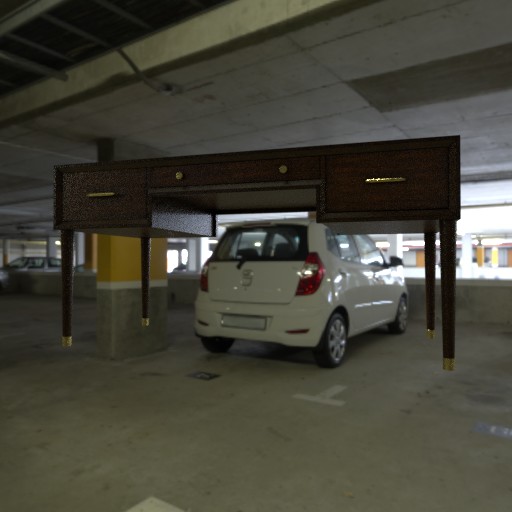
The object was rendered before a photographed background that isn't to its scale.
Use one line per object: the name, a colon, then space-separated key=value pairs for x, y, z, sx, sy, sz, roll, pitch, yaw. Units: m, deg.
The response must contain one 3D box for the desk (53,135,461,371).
desk: x=0.000 y=0.000 z=1.975 sx=1.575 sy=0.762 sz=0.724 roll=0 pitch=-1 yaw=16
